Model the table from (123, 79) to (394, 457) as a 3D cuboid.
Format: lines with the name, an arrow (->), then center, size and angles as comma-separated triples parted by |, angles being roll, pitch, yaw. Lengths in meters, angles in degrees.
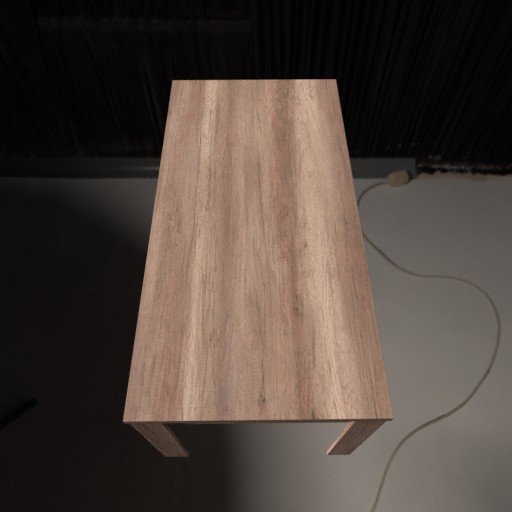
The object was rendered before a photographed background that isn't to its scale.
table -> 0.000, 0.000, 2.290 | 0.900, 0.790, 1.800 | 0, 57, 0
